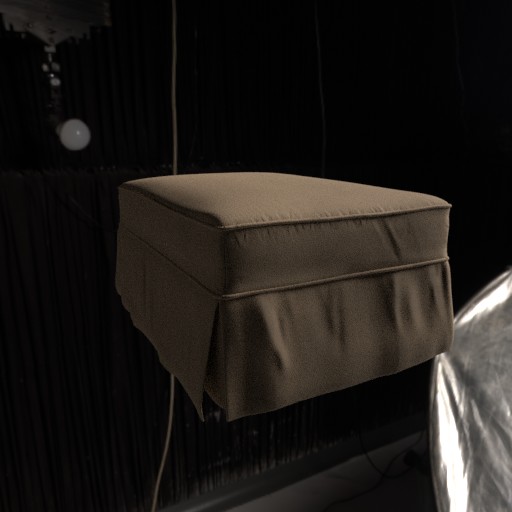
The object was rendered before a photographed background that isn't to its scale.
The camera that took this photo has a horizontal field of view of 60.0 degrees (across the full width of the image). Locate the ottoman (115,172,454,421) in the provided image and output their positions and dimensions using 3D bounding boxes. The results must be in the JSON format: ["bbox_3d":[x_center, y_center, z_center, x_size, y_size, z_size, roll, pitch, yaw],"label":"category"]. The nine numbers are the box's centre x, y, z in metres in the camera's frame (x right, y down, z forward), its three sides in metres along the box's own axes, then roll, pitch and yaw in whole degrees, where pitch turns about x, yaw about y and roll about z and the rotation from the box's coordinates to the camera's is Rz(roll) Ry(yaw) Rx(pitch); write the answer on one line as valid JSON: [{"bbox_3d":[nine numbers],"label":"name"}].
[{"bbox_3d":[0.000,0.000,1.367,0.721,0.482,0.959,-8,16,-27],"label":"ottoman"}]
